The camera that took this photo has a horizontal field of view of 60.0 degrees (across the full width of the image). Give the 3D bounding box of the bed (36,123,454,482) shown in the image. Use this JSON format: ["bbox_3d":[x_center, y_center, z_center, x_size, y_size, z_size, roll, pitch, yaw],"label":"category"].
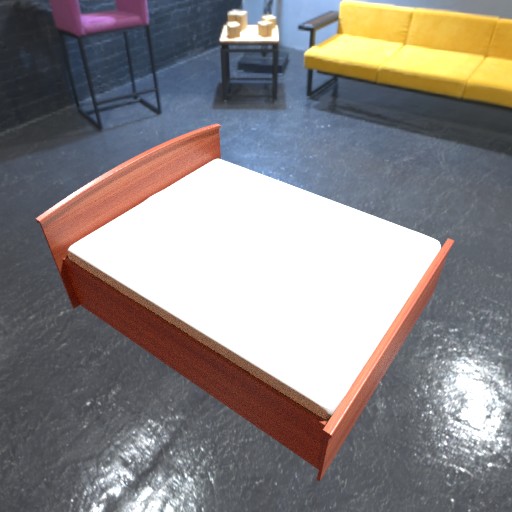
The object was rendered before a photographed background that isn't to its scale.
[{"bbox_3d":[0.000,0.000,2.949,2.053,0.848,1.683,25,47,27],"label":"bed"}]
